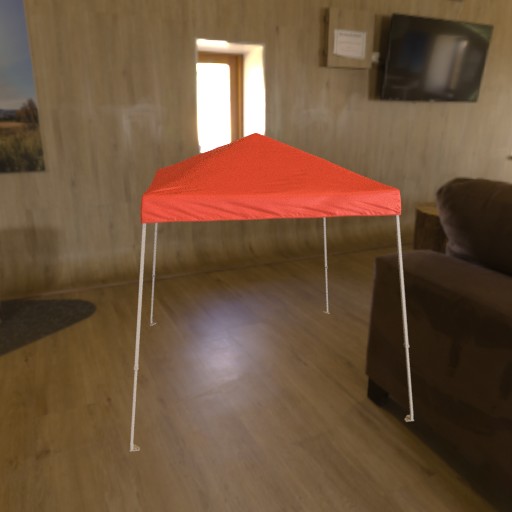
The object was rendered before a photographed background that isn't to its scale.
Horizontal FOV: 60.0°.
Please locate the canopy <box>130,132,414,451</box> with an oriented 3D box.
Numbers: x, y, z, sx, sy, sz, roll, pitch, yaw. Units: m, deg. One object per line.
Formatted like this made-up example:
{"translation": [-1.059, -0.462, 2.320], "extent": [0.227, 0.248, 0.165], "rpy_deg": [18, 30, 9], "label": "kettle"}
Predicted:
{"translation": [0.000, 0.000, 5.308], "extent": [2.850, 2.850, 2.849], "rpy_deg": [-3, 17, -9], "label": "canopy"}
